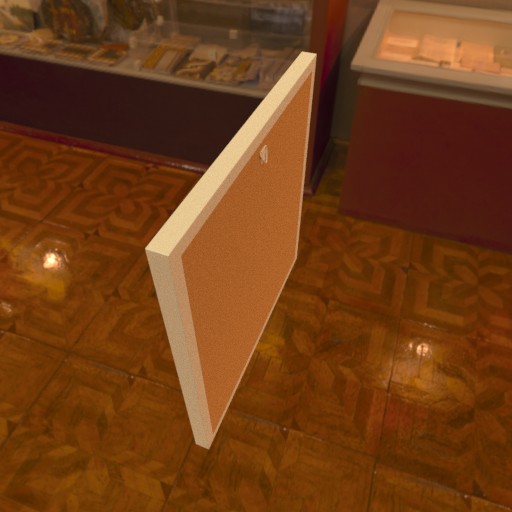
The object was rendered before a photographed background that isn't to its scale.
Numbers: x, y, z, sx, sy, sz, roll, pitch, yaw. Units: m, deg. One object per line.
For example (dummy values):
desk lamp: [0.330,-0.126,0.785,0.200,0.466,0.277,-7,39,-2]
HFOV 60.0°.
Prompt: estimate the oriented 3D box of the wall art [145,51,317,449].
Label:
wall art: [0.000,0.000,1.165,0.050,0.762,0.761,16,49,15]
